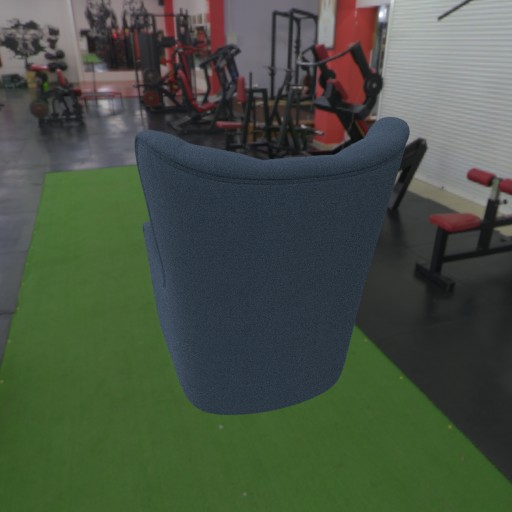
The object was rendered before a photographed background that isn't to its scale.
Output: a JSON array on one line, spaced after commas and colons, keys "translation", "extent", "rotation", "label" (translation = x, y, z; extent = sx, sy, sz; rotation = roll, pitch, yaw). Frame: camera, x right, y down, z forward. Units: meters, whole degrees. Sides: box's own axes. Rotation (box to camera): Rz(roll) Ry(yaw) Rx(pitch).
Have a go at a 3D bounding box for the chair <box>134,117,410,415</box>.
[{"translation": [0.000, 0.000, 1.731], "extent": [0.831, 1.079, 0.930], "rotation": [-8, 27, -16], "label": "chair"}]
